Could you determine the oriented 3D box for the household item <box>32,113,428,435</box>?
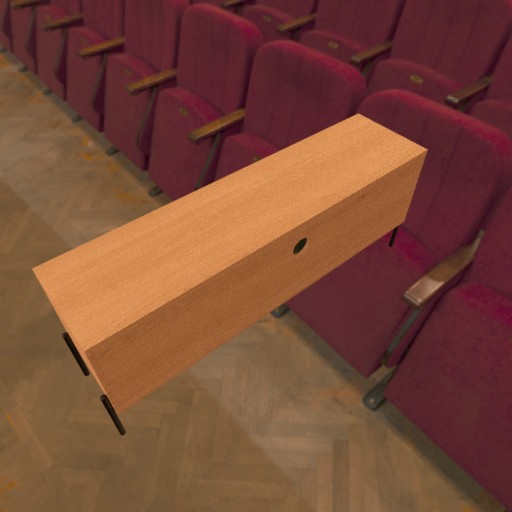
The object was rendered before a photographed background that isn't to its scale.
[{"bbox_3d":[0.000,0.000,1.829,1.550,0.600,0.400,-31,54,-26],"label":"household item"}]
